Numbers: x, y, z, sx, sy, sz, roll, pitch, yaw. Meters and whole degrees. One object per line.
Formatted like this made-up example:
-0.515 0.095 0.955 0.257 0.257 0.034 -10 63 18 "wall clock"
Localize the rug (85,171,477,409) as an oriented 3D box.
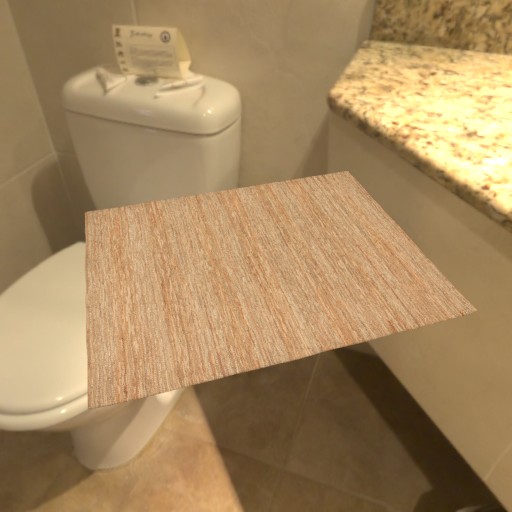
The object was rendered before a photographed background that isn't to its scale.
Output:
0.000 0.000 3.971 2.939 0.009 2.313 -11 42 -13 "rug"
